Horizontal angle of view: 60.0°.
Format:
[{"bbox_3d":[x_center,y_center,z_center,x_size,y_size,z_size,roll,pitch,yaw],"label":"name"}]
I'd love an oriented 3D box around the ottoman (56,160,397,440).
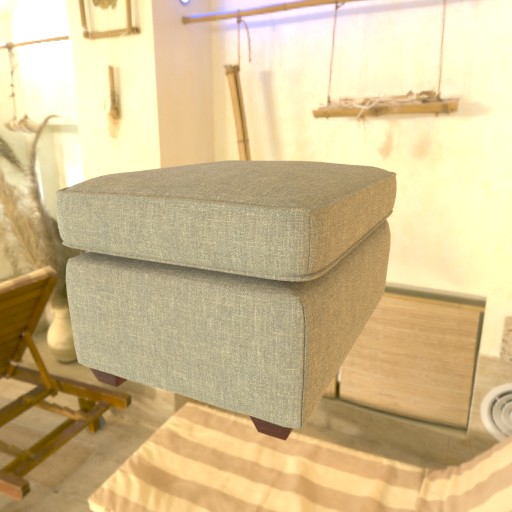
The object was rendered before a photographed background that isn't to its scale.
[{"bbox_3d":[0.000,0.000,1.104,0.559,0.457,0.762,7,17,25],"label":"ottoman"}]
